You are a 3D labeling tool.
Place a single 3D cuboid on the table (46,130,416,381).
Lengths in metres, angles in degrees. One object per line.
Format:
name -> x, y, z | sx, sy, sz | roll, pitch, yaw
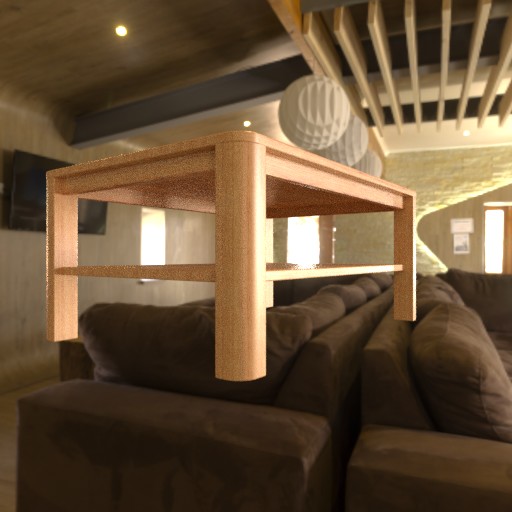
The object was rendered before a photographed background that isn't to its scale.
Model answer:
table -> 0.000, 0.000, 1.375 | 0.696, 0.445, 0.997 | 0, 0, 37
